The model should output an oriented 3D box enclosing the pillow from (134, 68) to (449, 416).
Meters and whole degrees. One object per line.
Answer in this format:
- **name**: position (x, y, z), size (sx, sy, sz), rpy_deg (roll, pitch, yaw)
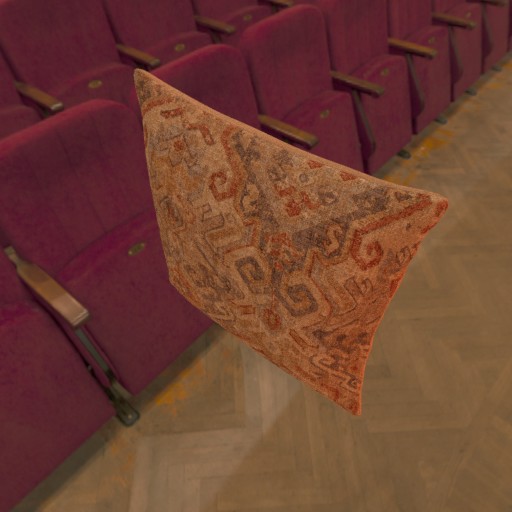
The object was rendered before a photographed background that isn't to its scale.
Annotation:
- **pillow**: position (0.000, 0.000, 0.760), size (0.523, 0.506, 0.166), rpy_deg (31, 54, 27)
